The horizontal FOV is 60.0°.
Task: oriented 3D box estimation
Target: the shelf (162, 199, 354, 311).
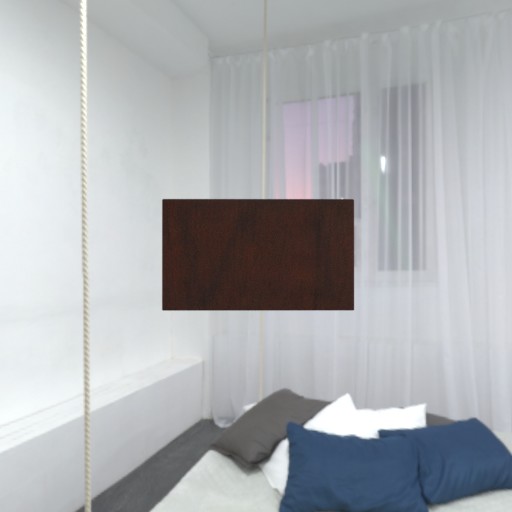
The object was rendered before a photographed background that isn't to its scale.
[{"bbox_3d":[0.000,0.000,0.654,0.152,0.088,0.607,0,0,0],"label":"shelf"}]
